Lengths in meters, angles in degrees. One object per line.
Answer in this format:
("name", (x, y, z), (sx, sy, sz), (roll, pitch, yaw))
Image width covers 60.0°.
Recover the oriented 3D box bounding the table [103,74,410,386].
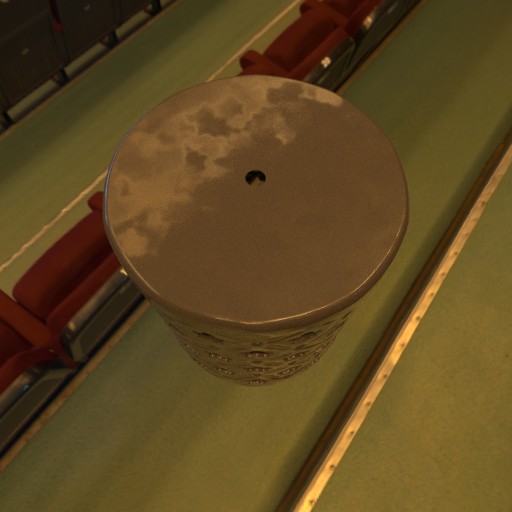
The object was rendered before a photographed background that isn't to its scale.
("table", (0.000, 0.000, 0.672), (0.352, 0.387, 0.352), (0, 63, 0))
